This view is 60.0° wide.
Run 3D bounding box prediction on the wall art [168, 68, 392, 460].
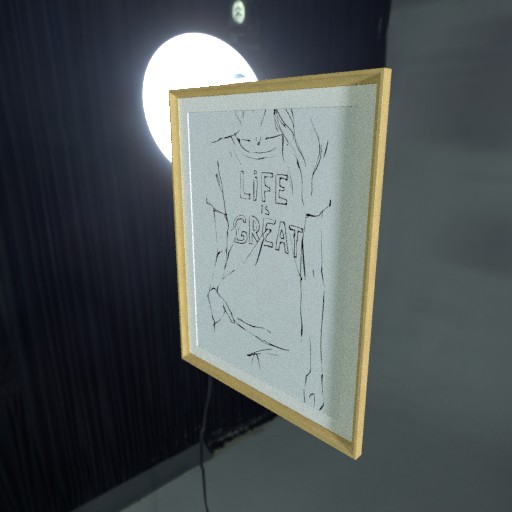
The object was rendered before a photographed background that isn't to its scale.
[{"bbox_3d":[0.000,0.000,1.361,0.798,1.002,0.030,15,22,42],"label":"wall art"}]
